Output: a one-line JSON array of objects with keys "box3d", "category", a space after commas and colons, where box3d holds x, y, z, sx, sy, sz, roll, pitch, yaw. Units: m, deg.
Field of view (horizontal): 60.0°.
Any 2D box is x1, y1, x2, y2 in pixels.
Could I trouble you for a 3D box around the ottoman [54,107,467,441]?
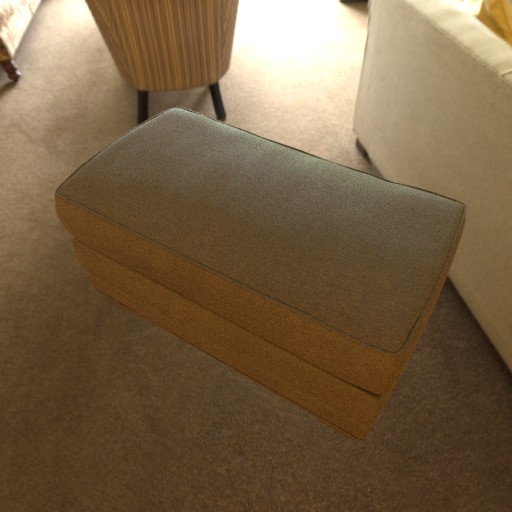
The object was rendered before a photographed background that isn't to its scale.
[{"box3d": [0.000, 0.000, 1.139, 0.864, 0.448, 0.490, 24, 52, 21], "category": "ottoman"}]
